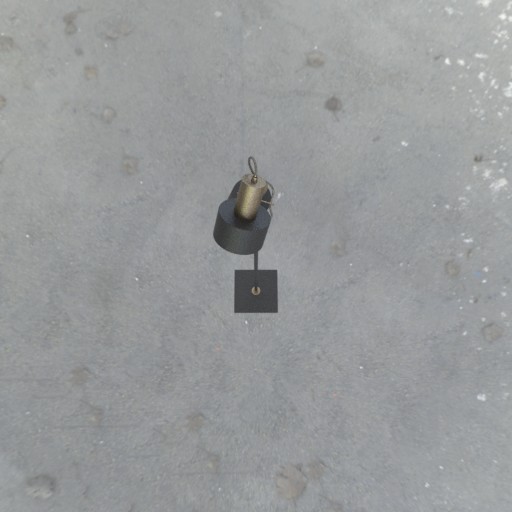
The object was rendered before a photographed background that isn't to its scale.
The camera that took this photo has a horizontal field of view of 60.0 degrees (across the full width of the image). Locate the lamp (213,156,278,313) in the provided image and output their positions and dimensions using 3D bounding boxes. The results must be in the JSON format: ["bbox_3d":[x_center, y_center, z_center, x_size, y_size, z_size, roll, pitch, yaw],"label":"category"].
[{"bbox_3d":[0.000,0.000,1.673,0.233,1.505,0.315,0,76,0],"label":"lamp"}]
